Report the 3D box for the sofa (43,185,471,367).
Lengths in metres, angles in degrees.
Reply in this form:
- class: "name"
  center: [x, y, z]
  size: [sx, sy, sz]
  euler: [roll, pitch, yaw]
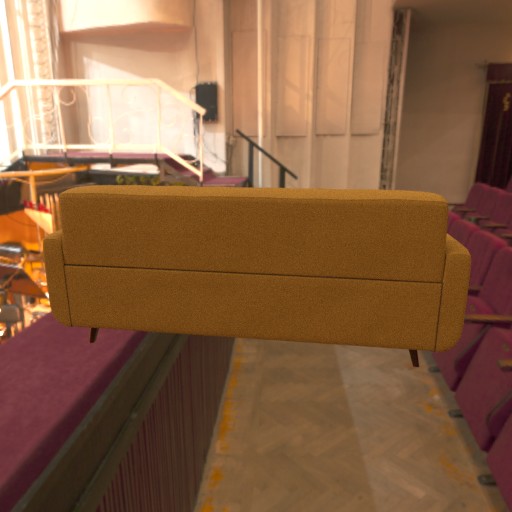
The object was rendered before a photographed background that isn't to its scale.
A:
- class: "sofa"
  center: [0.000, 0.000, 2.520]
  size: [2.029, 0.841, 0.909]
  euler: [2, 15, 9]
